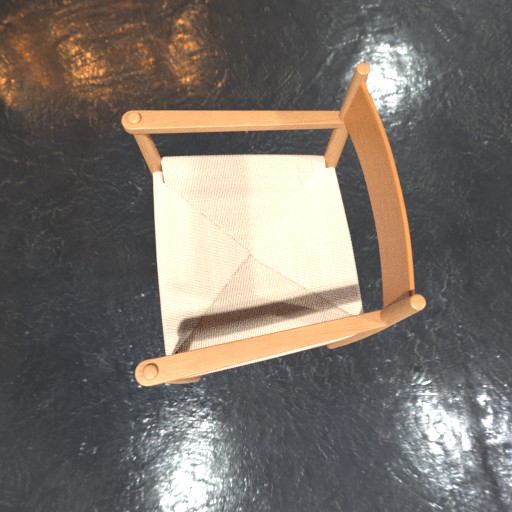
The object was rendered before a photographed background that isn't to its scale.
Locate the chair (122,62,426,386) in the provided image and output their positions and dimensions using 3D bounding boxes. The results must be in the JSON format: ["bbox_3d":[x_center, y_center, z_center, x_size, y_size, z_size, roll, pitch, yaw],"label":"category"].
[{"bbox_3d":[0.000,0.000,1.088,0.495,0.762,0.556,-7,74,-2],"label":"chair"}]
